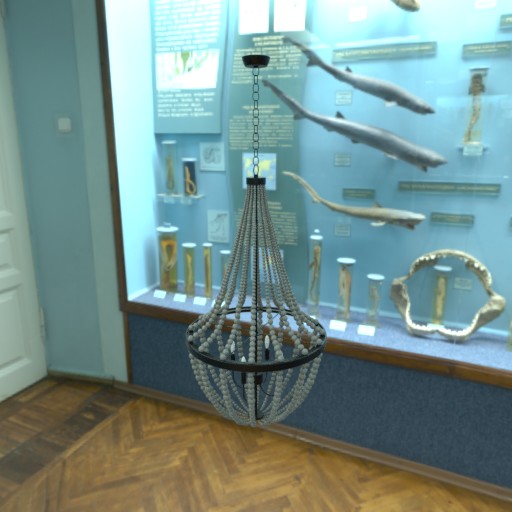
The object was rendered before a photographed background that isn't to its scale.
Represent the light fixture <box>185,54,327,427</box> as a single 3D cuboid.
[{"bbox_3d":[0.000,0.000,1.365,0.450,1.133,0.450,0,14,0],"label":"light fixture"}]
